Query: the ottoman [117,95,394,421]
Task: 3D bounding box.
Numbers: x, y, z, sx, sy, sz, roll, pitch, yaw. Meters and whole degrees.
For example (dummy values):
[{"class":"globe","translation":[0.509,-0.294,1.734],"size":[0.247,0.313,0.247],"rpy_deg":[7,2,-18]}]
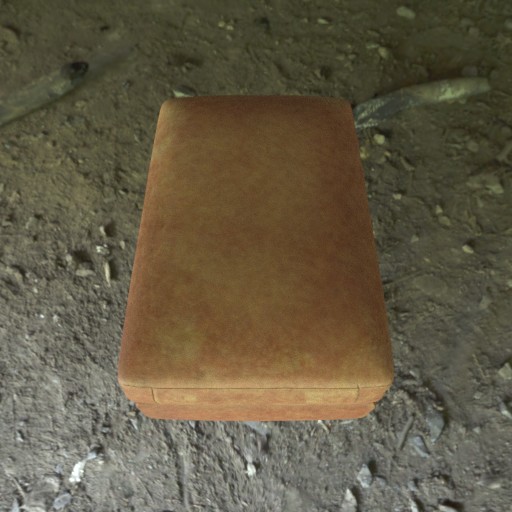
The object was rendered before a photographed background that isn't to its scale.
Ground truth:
[{"class":"ottoman","translation":[0.000,0.000,1.212],"size":[0.565,0.507,0.852],"rpy_deg":[0,59,0]}]
